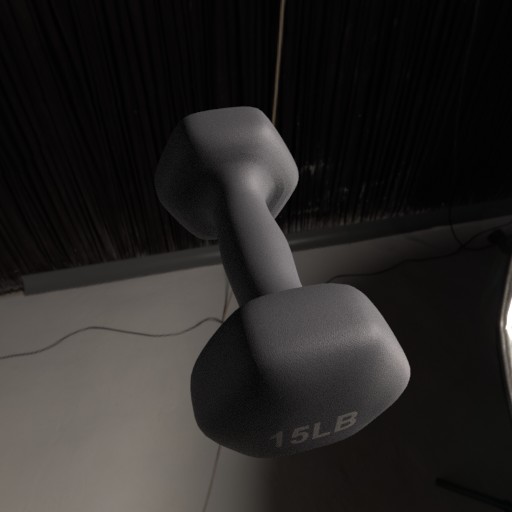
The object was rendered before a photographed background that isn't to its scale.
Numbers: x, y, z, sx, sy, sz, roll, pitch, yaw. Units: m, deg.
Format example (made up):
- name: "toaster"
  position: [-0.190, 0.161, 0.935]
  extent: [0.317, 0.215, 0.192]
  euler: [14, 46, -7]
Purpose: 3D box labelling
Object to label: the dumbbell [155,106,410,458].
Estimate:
- name: "dumbbell"
  position: [0.000, 0.000, 0.294]
  extent: [0.116, 0.105, 0.240]
  euler: [-10, 46, -10]
